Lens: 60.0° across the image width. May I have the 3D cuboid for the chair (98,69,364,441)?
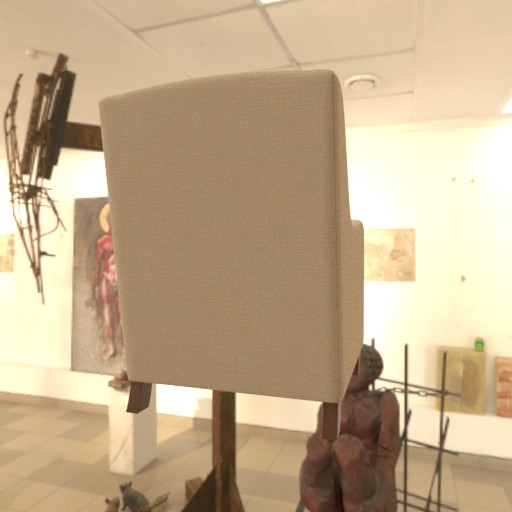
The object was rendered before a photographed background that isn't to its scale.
[{"bbox_3d":[0.000,0.000,1.635,0.715,1.017,0.896,0,1,18],"label":"chair"}]
